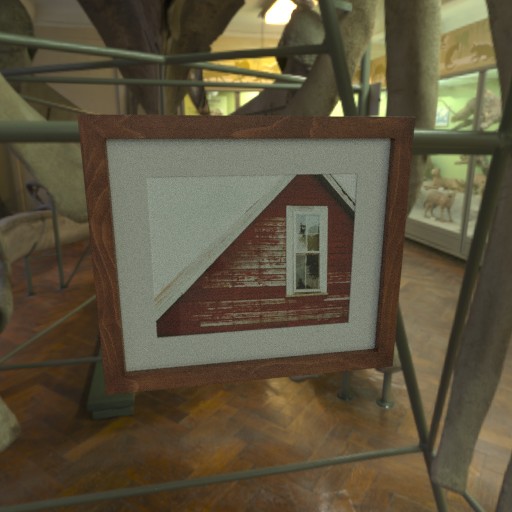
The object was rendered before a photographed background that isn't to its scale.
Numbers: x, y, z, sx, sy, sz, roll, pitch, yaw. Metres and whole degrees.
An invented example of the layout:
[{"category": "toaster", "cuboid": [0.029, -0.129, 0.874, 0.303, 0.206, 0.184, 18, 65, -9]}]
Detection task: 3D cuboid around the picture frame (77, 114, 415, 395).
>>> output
[{"category": "picture frame", "cuboid": [0.000, 0.000, 0.548, 0.381, 0.330, 0.025, -3, 16, -10]}]
